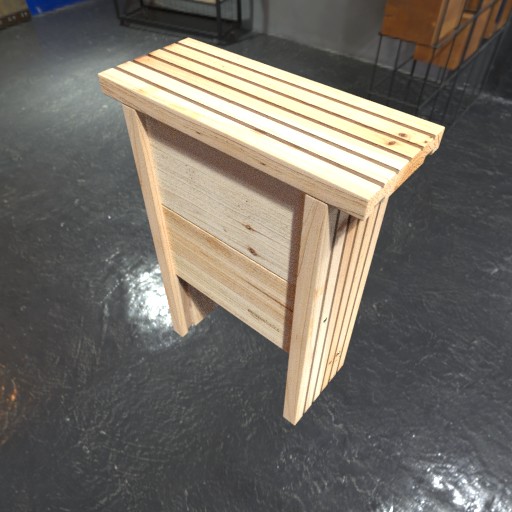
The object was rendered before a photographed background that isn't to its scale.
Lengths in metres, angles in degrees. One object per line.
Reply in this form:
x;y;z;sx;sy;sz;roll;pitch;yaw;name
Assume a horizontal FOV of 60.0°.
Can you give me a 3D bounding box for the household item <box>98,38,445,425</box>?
0.000;0.000;0.542;0.301;0.407;0.123;31;54;27;household item
